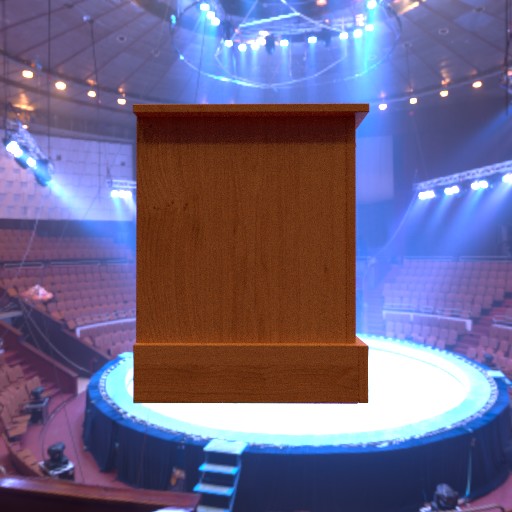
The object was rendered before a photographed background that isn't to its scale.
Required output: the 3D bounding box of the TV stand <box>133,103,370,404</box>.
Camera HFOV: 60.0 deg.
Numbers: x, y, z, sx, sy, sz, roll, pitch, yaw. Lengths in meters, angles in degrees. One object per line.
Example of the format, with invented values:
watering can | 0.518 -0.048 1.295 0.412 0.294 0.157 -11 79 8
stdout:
TV stand | 0.000 0.000 1.347 0.440 0.550 1.080 0 0 1
